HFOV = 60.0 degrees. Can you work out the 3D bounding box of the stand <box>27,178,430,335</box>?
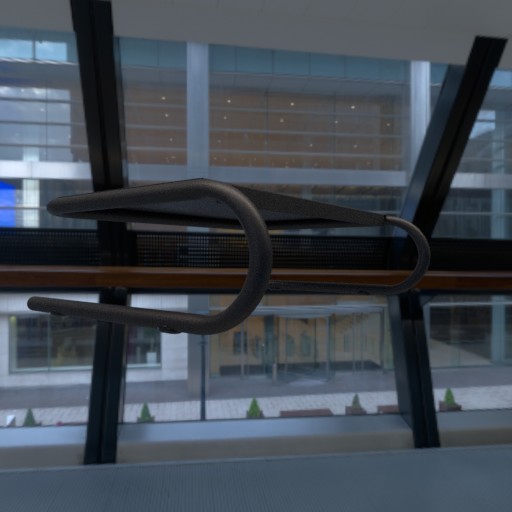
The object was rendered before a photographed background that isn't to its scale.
[{"bbox_3d":[0.000,0.000,0.492,0.280,0.108,0.370,0,0,36],"label":"stand"}]
